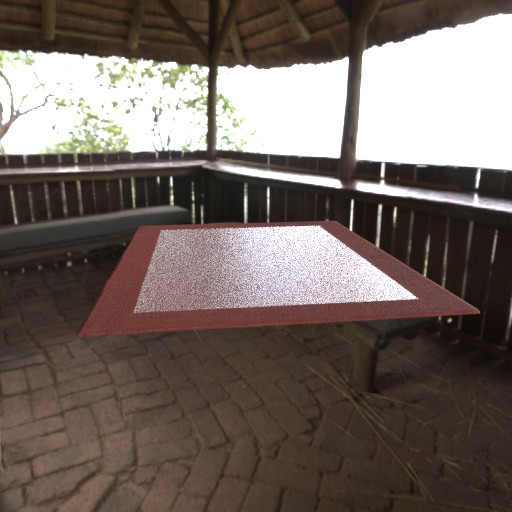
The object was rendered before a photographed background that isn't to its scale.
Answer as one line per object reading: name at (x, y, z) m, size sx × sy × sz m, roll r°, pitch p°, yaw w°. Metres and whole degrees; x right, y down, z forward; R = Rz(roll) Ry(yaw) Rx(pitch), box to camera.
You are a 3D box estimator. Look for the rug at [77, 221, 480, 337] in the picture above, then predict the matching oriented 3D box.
rug at (0.000, 0.000, 4.012) m, size 2.430 × 0.018 × 2.976 m, roll -2°, pitch 16°, yaw -8°
